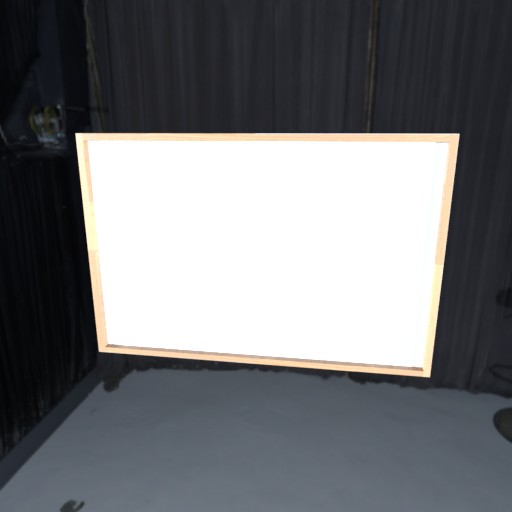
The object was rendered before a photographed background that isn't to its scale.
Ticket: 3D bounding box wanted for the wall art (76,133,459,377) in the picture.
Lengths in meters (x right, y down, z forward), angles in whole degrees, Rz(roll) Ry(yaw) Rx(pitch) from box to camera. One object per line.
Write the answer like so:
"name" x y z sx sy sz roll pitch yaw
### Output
"wall art" 0.000 0.000 1.140 0.914 0.607 0.023 2 16 8
